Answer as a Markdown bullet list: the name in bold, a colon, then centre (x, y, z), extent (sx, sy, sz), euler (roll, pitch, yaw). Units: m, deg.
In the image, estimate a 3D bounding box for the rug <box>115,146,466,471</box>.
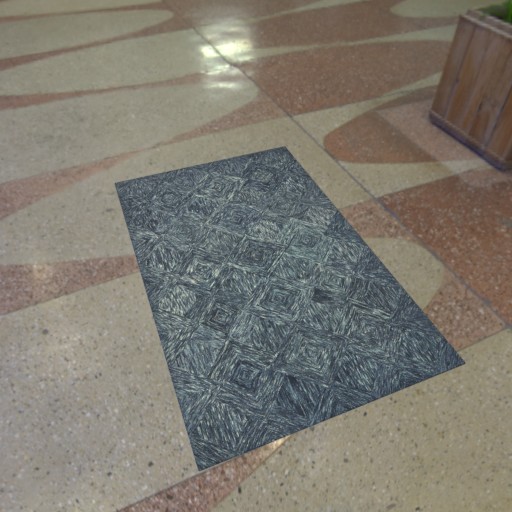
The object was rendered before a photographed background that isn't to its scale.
- **rug**: centre (0.000, 0.000, 2.930), extent (1.478, 0.017, 2.330), euler (-16, 47, -15)
